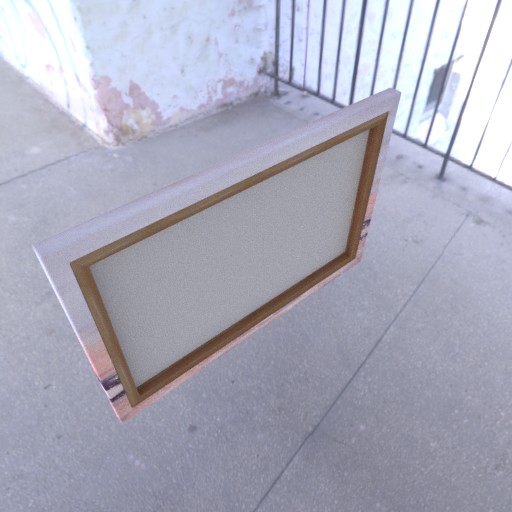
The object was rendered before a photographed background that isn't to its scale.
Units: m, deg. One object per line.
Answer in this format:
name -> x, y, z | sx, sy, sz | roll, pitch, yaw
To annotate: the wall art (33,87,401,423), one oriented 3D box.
wall art -> 0.000, 0.000, 1.129 | 0.913, 0.609, 0.038 | -30, 53, -26
